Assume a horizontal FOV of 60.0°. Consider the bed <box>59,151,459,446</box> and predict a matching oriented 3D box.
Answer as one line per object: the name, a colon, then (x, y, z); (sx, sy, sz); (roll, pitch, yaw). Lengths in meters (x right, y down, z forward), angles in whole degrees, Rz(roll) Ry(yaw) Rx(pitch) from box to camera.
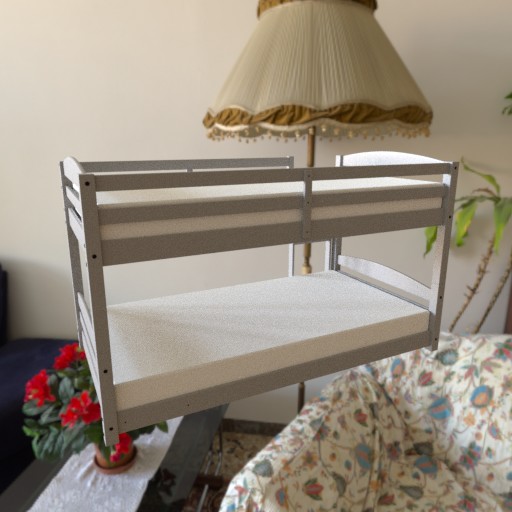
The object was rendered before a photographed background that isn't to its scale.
bed: (0.000, 0.000, 2.675); (2.013, 1.206, 1.105); (-7, 17, -26)
